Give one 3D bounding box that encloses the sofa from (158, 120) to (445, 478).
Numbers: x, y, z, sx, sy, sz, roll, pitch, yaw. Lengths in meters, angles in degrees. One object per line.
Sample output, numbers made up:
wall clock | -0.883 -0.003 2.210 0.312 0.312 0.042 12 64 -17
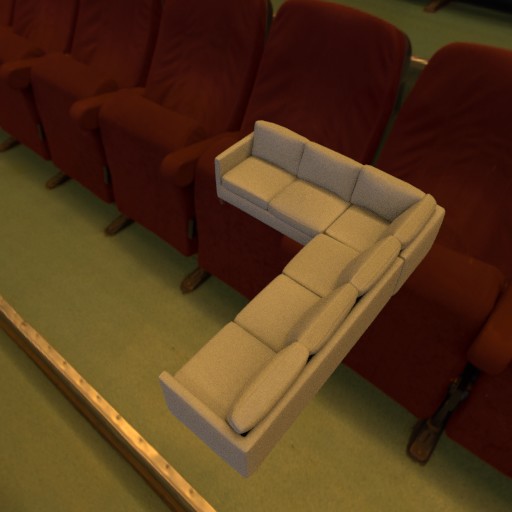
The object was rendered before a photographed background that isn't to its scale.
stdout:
sofa | 0.000 0.000 4.587 2.592 0.947 3.301 32 55 26
